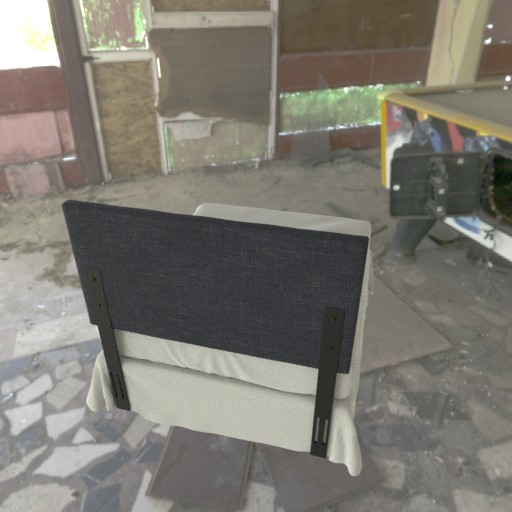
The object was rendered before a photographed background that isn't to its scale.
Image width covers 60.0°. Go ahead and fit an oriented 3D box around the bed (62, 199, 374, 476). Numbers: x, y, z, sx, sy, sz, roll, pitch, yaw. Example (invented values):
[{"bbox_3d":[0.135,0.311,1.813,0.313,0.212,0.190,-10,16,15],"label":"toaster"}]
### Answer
[{"bbox_3d":[0.000,0.000,3.434,1.936,1.577,2.222,8,32,13],"label":"bed"}]
